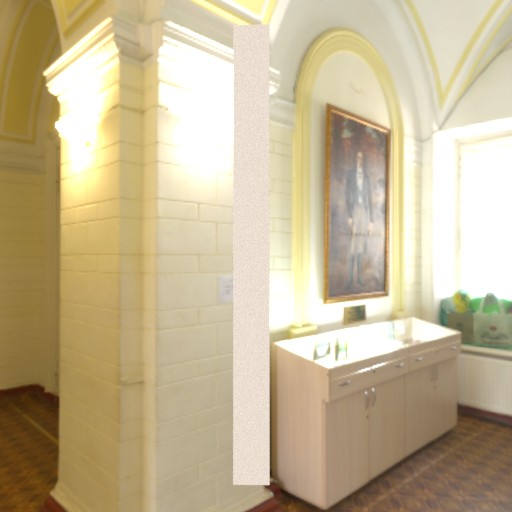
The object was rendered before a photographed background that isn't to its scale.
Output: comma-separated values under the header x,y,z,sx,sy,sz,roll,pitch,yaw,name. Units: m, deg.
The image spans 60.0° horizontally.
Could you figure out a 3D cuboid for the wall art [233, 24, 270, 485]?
x,y,z,sx,sy,sz,roll,pitch,yaw,name
0.000,0.000,0.744,0.040,0.509,0.509,0,-1,1,wall art
